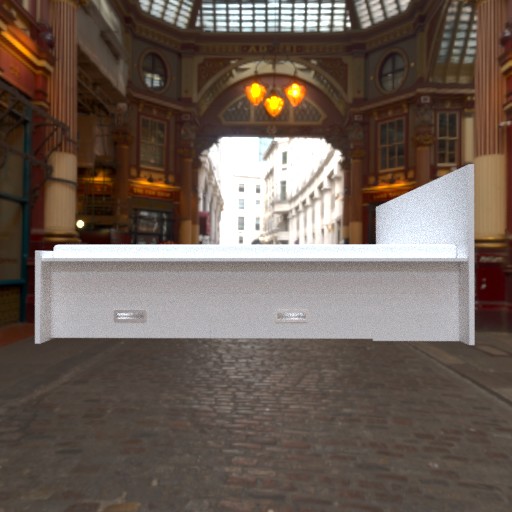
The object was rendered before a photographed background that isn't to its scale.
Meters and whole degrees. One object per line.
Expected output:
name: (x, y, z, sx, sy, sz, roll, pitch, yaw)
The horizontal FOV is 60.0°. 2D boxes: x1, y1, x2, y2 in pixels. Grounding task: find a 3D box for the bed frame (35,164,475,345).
bed frame: (0.000, 0.000, 2.788, 1.960, 0.800, 1.622, 0, 0, 1)
